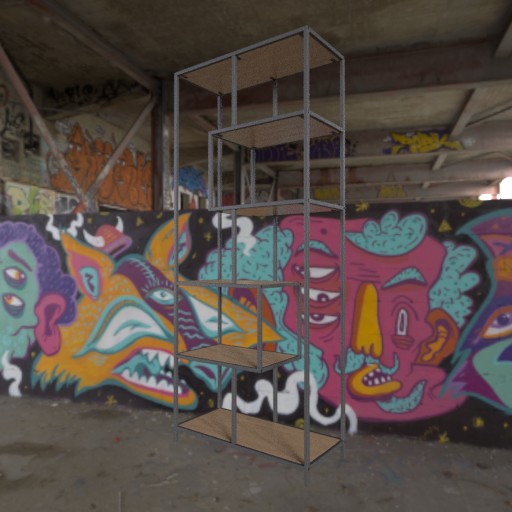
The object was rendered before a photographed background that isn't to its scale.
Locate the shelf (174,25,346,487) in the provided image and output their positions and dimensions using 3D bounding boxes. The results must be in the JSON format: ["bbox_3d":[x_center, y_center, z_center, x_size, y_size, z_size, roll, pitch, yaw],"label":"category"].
[{"bbox_3d":[0.000,0.000,2.141,0.770,1.850,0.350,0,-1,36],"label":"shelf"}]
